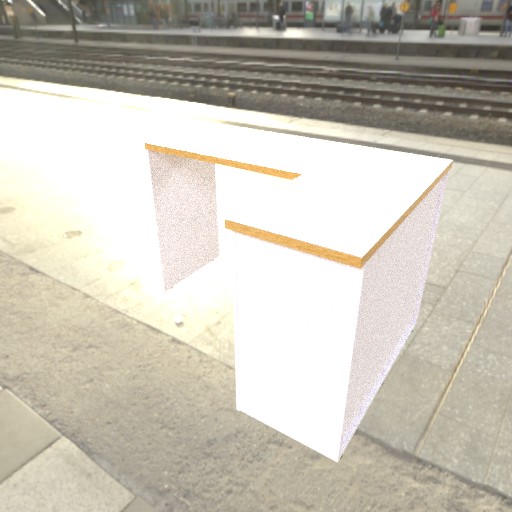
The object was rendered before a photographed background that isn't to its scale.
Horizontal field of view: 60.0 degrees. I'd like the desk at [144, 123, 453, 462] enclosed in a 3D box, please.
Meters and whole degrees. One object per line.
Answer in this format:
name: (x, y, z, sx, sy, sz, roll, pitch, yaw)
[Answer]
desk: (0.000, 0.000, 1.792, 1.170, 0.760, 0.900, 18, 33, 29)
